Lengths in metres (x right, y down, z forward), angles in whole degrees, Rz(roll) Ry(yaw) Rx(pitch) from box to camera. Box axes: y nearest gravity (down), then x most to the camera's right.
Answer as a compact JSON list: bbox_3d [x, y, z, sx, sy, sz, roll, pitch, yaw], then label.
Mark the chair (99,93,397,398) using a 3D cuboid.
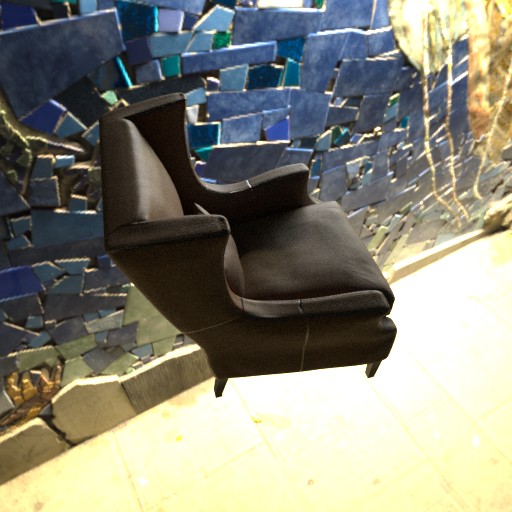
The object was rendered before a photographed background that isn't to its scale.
[{"bbox_3d":[0.000,0.000,1.699,0.925,1.016,0.852,-11,47,-10],"label":"chair"}]
